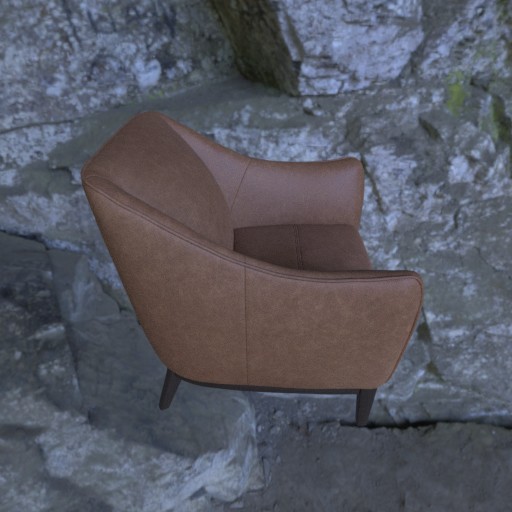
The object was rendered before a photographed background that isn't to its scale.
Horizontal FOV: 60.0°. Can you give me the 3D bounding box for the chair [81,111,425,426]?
[{"bbox_3d":[0.000,0.000,1.504,0.852,0.830,0.871,1,31,1],"label":"chair"}]
